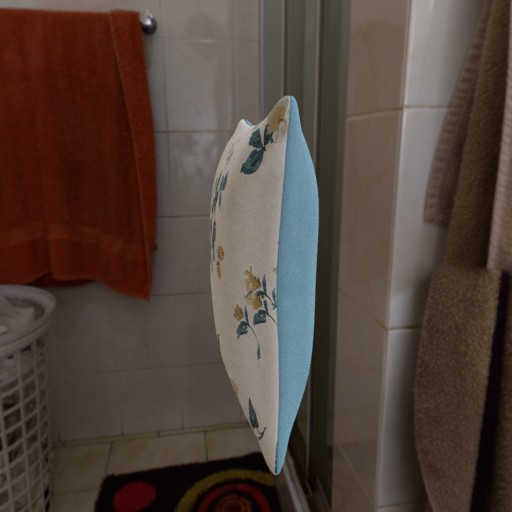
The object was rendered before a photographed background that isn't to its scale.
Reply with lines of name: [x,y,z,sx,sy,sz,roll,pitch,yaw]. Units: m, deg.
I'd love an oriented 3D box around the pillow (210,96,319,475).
pillow: [0.000,0.000,0.813,0.166,0.507,0.526,-2,14,-7]
